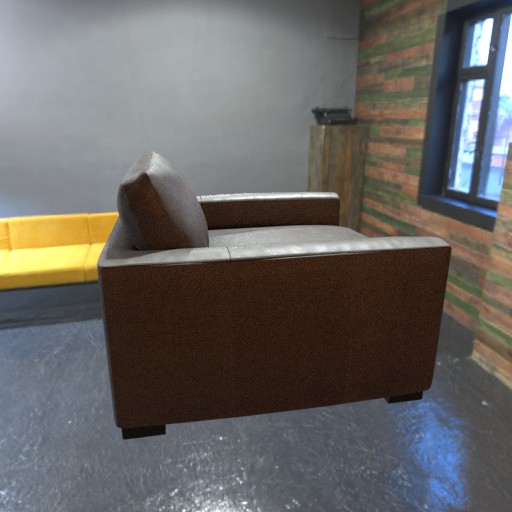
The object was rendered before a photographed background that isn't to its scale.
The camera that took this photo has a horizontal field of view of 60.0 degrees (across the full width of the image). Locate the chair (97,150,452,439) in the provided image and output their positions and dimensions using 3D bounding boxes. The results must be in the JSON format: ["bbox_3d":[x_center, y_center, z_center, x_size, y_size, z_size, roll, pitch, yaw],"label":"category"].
[{"bbox_3d":[0.000,0.000,1.810,1.080,0.807,1.106,-3,18,-11],"label":"chair"}]
